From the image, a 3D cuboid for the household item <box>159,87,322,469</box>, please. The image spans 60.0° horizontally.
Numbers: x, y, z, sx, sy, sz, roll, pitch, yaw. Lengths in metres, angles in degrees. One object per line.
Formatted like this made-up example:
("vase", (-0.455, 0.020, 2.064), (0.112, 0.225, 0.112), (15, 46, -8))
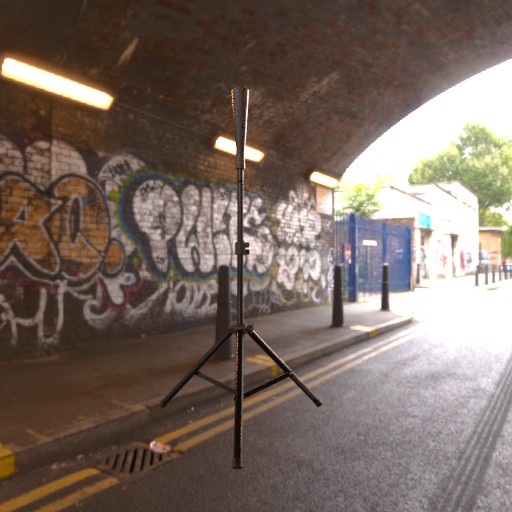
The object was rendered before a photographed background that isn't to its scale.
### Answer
("household item", (0.000, 0.000, 1.392), (0.559, 1.067, 0.559), (0, -1, -16))
